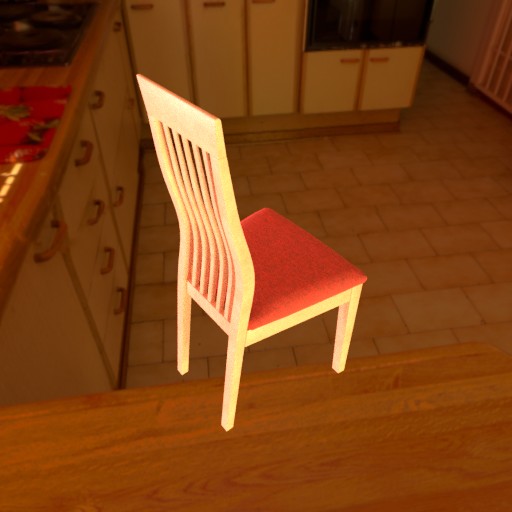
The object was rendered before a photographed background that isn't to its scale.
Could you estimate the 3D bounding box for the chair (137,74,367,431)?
[{"bbox_3d":[0.000,0.000,1.272,0.474,1.027,0.460,-28,48,-28],"label":"chair"}]
